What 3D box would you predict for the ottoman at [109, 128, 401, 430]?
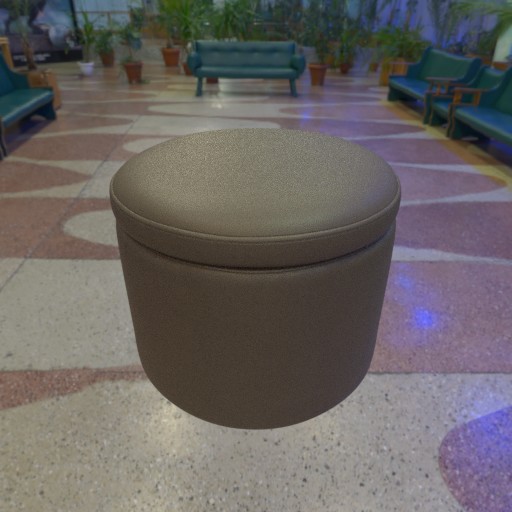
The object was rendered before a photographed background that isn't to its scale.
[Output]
[{"bbox_3d":[0.000,0.000,0.864,0.500,0.409,0.500,0,31,0],"label":"ottoman"}]
